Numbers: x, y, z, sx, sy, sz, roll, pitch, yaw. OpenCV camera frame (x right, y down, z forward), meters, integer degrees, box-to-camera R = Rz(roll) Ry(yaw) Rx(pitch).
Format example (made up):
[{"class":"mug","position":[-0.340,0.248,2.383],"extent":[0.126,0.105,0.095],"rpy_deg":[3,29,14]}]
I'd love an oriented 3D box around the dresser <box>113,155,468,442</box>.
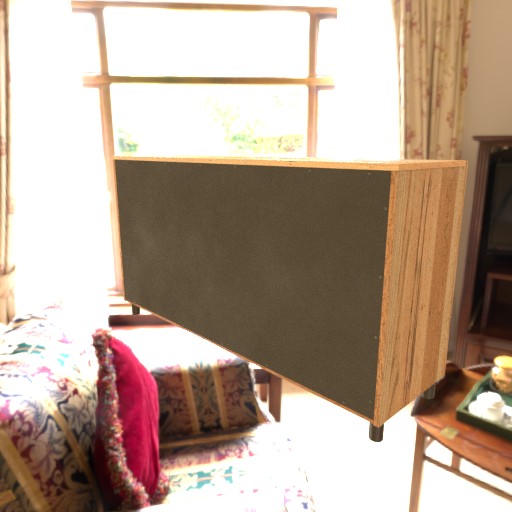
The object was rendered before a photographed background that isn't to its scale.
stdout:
[{"class":"dresser","position":[0.000,0.000,1.921],"extent":[0.487,0.834,1.547],"rpy_deg":[-13,19,-42]}]
